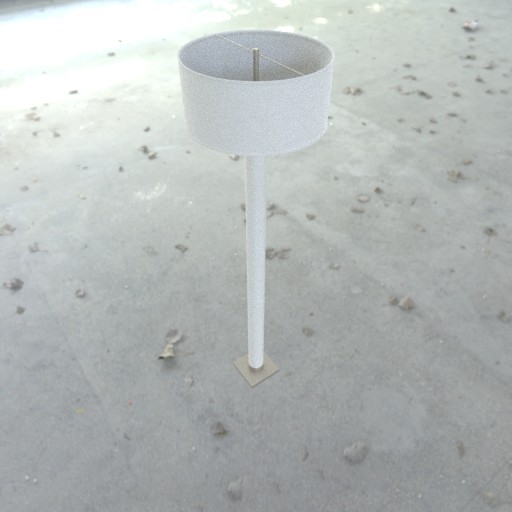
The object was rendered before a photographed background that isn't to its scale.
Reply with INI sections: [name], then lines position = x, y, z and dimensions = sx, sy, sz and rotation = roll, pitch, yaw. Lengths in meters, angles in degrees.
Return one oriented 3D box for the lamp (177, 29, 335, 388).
[lamp]
position = 0.000, 0.000, 1.666
dimensions = 0.420, 1.475, 0.420
rotation = -25, 48, -26
